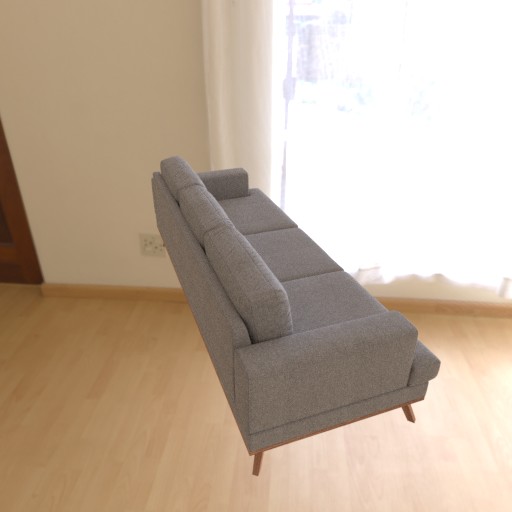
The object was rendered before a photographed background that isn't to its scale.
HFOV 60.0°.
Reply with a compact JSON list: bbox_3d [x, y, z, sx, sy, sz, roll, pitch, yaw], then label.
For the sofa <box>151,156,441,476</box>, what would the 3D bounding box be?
[{"bbox_3d":[0.000,0.000,2.746,0.920,0.810,2.310,-10,31,-18],"label":"sofa"}]
